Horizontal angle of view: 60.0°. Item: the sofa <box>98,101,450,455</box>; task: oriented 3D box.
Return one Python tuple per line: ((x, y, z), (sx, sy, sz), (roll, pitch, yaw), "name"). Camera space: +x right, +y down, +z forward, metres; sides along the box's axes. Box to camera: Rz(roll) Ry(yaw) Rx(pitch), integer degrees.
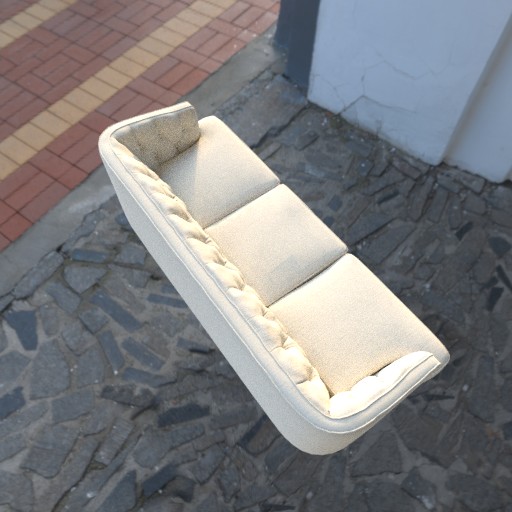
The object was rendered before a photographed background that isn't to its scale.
((0.000, 0.000, 2.676), (0.941, 0.855, 2.278), (-33, 65, -17), "sofa")
